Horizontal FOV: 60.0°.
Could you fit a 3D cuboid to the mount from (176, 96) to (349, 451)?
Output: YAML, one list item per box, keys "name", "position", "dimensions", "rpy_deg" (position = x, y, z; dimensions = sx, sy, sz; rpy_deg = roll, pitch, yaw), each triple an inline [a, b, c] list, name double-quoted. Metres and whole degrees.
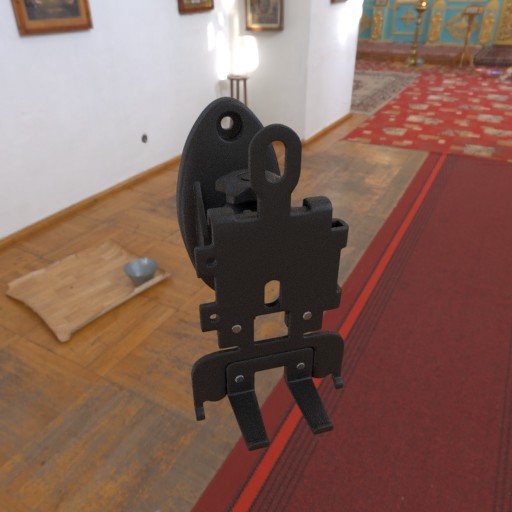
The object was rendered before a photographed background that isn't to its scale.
- name: "mount"
  position: [0.000, 0.000, 0.183]
  dimensions: [0.066, 0.118, 0.100]
  rpy_deg: [-8, 31, -14]
